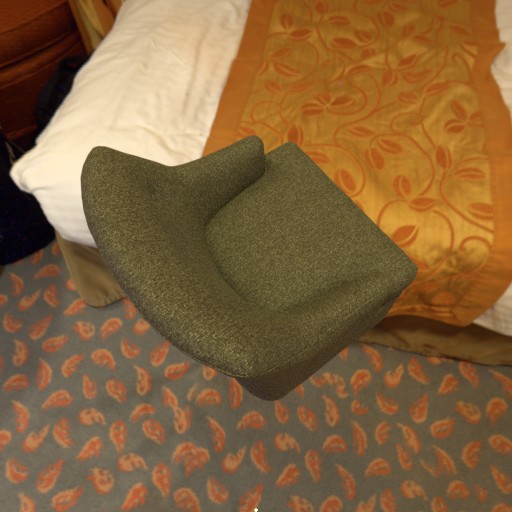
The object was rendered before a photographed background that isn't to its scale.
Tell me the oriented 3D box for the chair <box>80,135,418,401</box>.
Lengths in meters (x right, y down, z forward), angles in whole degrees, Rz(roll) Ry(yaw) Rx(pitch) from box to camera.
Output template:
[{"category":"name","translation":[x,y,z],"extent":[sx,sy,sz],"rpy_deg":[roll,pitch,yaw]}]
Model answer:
[{"category":"chair","translation":[0.000,0.000,1.606],"extent":[0.923,0.856,0.864],"rpy_deg":[-31,65,-16]}]
